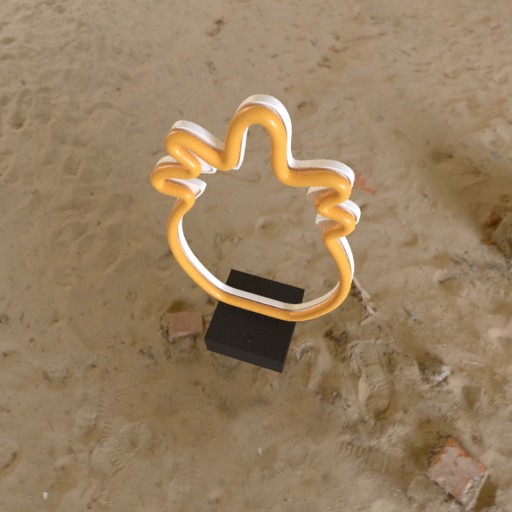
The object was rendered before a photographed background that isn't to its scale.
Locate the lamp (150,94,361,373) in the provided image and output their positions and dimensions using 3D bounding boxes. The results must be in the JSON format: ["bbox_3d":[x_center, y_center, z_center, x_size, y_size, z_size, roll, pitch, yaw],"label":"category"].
[{"bbox_3d":[0.000,0.000,0.379,0.167,0.317,0.088,15,60,9],"label":"lamp"}]
